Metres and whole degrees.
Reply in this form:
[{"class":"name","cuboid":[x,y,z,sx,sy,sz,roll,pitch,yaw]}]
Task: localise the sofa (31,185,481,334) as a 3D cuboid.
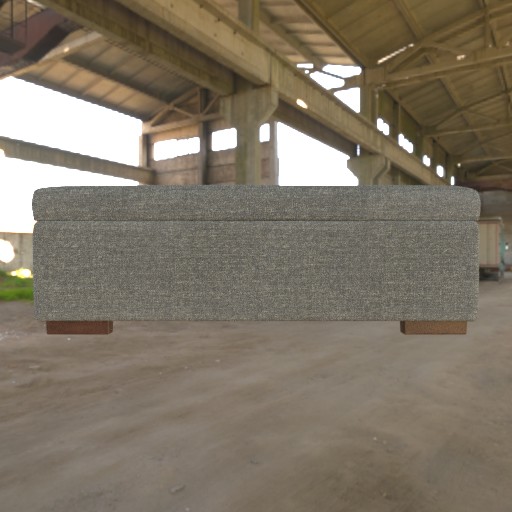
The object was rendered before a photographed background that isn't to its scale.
[{"class":"sofa","cuboid":[0.000,0.000,1.565,1.198,0.417,0.782,0,1,0]}]
